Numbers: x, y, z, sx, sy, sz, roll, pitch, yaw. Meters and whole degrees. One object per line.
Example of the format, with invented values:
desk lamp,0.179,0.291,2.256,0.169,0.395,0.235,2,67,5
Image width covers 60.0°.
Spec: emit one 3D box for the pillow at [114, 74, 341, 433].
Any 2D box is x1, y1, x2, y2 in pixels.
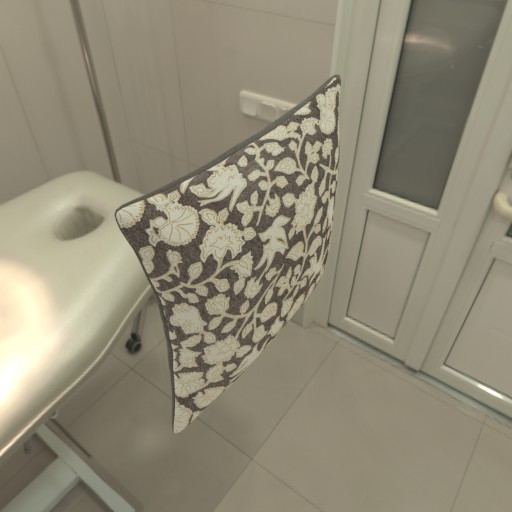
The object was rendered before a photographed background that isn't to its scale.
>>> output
pillow,0.000,0.000,0.817,0.166,0.507,0.526,26,48,26
